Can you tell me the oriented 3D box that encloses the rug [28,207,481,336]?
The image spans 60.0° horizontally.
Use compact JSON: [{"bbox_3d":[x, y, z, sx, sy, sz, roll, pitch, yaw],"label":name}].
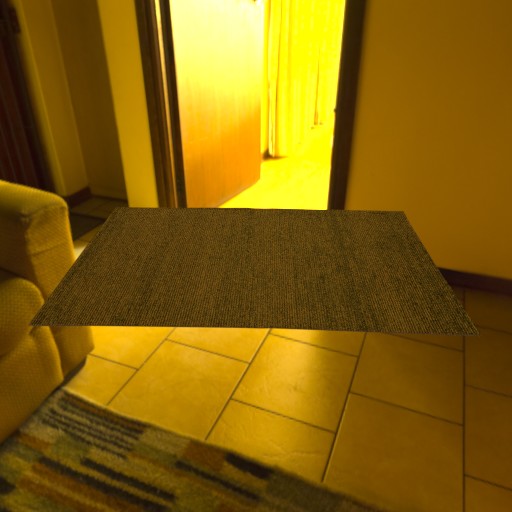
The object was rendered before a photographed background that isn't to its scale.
[{"bbox_3d":[0.000,0.000,2.221,1.777,0.021,1.145,1,30,2],"label":"rug"}]
